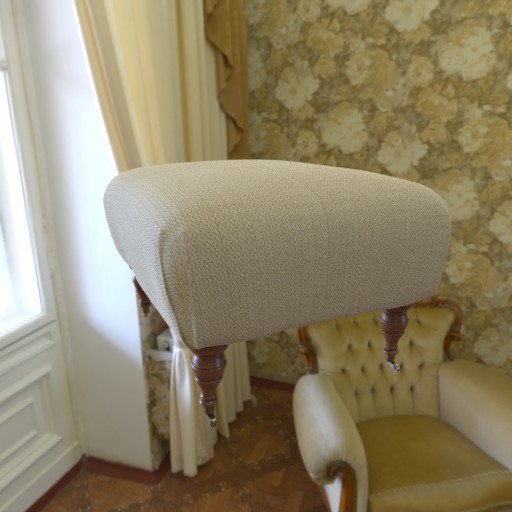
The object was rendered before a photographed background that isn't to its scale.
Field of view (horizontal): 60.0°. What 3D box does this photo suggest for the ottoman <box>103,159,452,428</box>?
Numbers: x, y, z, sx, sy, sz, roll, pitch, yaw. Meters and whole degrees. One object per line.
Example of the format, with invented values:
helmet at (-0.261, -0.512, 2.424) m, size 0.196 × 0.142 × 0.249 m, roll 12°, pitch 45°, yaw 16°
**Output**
ottoman at (0.000, 0.000, 1.085) m, size 0.622 × 0.447 × 0.684 m, roll -8°, pitch 18°, yaw -25°
